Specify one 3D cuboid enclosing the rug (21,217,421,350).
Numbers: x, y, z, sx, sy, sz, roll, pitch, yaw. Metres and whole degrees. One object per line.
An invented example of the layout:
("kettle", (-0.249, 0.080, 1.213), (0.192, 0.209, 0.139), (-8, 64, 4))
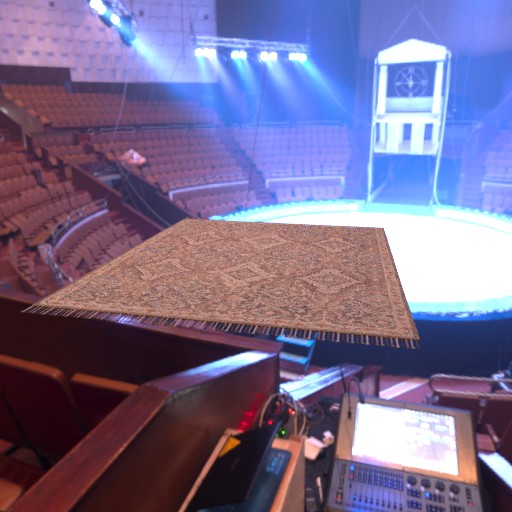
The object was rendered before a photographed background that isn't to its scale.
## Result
("rug", (0.000, 0.000, 4.019), (2.437, 0.010, 3.056), (3, 17, 11))
